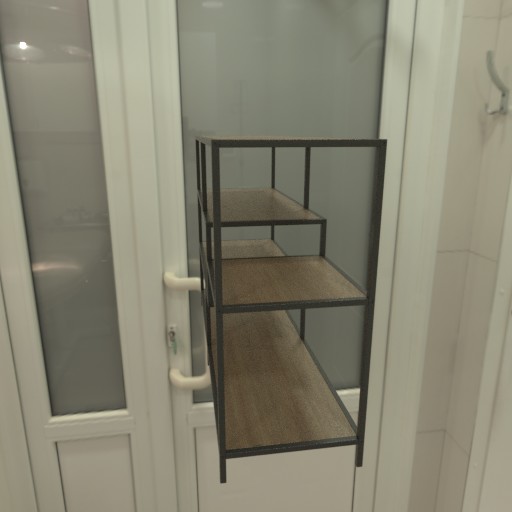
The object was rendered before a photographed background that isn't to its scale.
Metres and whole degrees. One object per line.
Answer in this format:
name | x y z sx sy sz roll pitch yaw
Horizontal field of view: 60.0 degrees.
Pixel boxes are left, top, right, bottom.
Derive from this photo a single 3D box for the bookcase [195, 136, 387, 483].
bookcase | 0.000 0.000 1.502 0.350 0.780 1.140 -2 16 -9
